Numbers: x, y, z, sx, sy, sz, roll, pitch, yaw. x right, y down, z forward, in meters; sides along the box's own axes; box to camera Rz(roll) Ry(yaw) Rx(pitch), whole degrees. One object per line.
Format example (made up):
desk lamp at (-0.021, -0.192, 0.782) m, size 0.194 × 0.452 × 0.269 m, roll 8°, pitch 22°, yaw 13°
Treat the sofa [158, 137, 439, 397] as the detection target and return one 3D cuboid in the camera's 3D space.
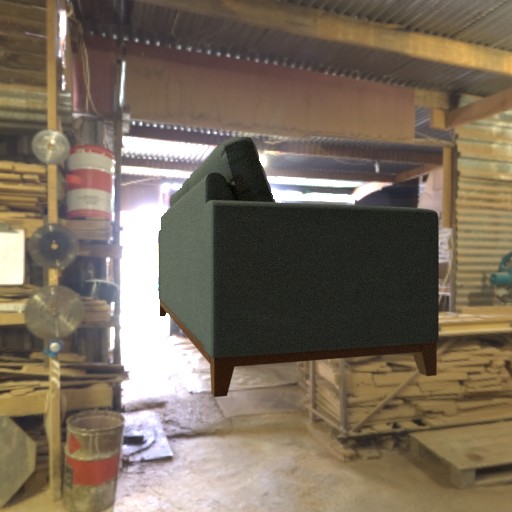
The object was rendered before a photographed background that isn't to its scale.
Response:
sofa at (0.000, 0.000, 2.383) m, size 0.877 × 0.865 × 1.900 m, roll 0°, pitch 0°, yaw -17°
